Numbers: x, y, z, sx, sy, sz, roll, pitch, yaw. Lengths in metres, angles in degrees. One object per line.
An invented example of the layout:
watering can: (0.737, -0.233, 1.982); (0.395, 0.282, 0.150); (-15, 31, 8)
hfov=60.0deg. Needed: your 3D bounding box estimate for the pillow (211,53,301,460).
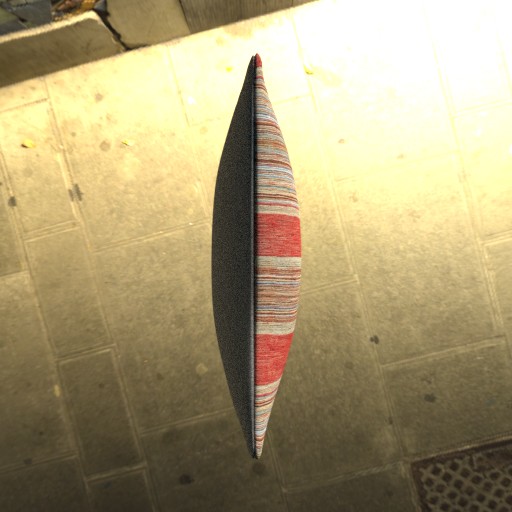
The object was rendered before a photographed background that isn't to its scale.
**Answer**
pillow: (0.000, 0.000, 0.669); (0.136, 0.419, 0.437); (0, 90, 0)
